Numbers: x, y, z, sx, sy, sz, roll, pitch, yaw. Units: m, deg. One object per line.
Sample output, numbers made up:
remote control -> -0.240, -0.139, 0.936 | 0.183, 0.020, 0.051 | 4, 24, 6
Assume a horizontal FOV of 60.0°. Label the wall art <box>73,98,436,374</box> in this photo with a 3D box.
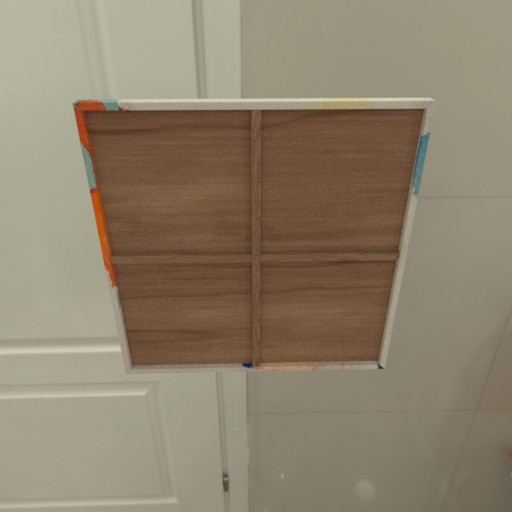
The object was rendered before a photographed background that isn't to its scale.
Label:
wall art -> 0.000, 0.000, 1.206 | 0.814, 0.814, 0.037 | -1, 30, -1
